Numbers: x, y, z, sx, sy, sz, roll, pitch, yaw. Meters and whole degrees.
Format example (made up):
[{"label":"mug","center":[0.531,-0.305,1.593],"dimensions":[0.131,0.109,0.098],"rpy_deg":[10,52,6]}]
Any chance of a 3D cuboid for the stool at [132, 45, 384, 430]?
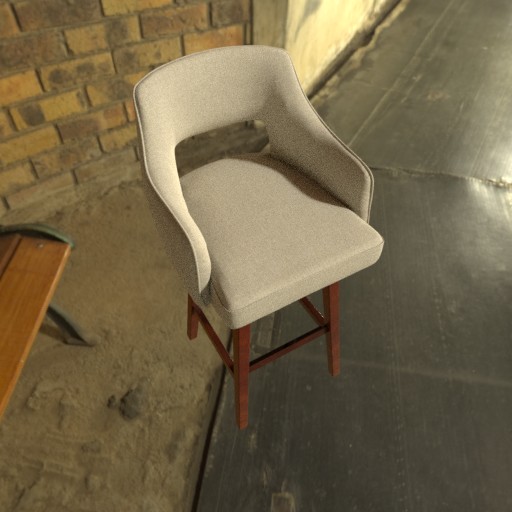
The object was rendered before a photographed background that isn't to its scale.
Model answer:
[{"label":"stool","center":[0.000,0.000,1.354],"dimensions":[0.550,1.041,0.560],"rpy_deg":[-23,51,-20]}]
